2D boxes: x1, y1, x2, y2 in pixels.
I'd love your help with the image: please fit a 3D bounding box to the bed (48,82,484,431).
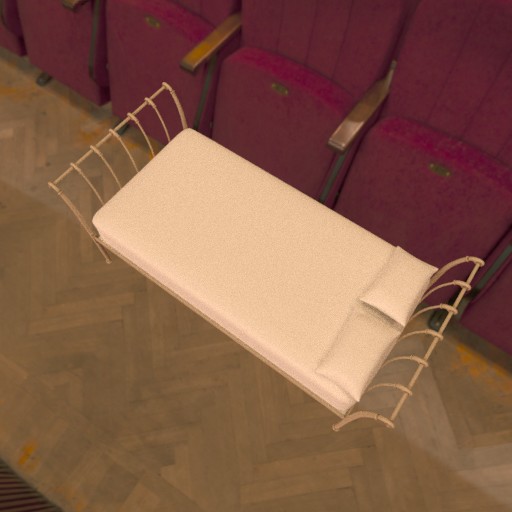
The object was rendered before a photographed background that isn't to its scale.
[{"bbox_3d":[0.000,0.000,2.797,2.228,0.873,1.032,33,68,15],"label":"bed"}]
